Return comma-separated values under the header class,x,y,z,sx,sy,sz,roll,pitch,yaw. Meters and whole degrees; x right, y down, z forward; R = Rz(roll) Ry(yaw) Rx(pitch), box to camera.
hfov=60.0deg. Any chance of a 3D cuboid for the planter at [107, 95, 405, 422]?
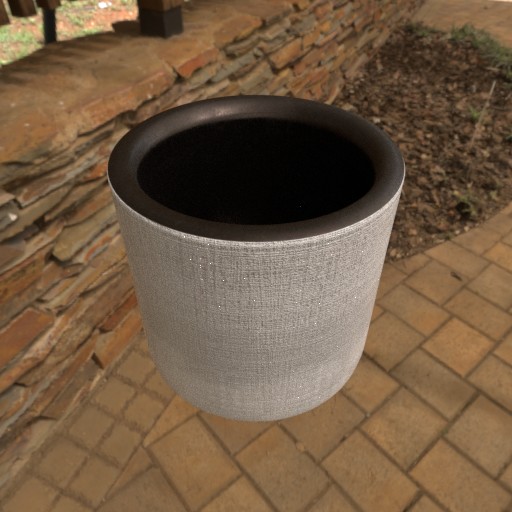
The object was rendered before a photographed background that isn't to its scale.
class,x,y,z,sx,sy,sz,roll,pitch,yaw
planter,0.000,0.000,0.290,0.160,0.156,0.160,0,41,0
